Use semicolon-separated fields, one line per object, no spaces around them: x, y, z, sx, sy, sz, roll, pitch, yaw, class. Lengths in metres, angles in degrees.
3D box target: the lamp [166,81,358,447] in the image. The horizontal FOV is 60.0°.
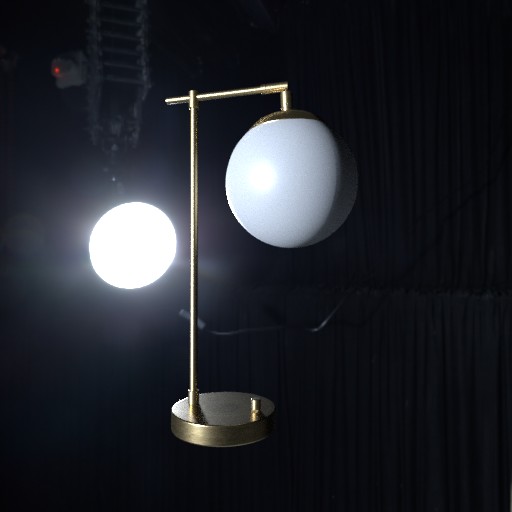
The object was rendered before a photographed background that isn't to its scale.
0.000;0.000;0.718;0.324;0.559;0.207;0;-1;18;lamp
